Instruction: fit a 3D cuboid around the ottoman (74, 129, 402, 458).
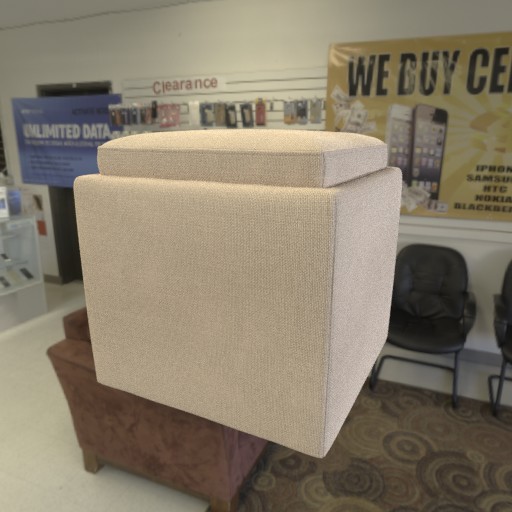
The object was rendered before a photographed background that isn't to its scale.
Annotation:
[{"bbox_3d":[0.000,0.000,0.837,0.451,0.460,0.450,8,18,26],"label":"ottoman"}]
